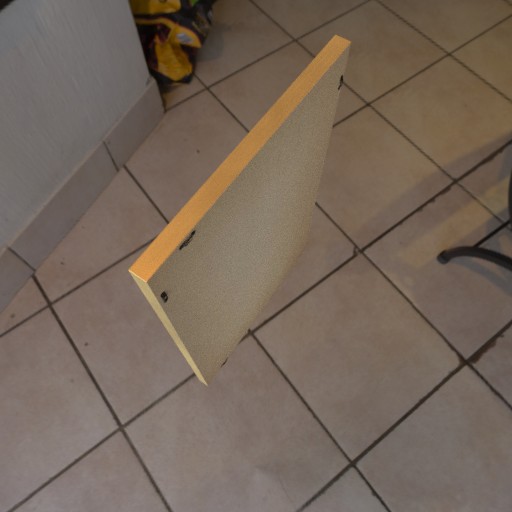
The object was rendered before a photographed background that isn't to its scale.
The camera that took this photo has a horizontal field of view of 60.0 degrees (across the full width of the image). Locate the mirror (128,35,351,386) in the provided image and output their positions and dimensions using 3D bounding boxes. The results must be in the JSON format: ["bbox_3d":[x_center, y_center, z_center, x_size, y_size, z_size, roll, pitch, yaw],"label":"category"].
[{"bbox_3d":[0.000,0.000,1.168,0.040,0.915,0.609,32,69,14],"label":"mirror"}]
